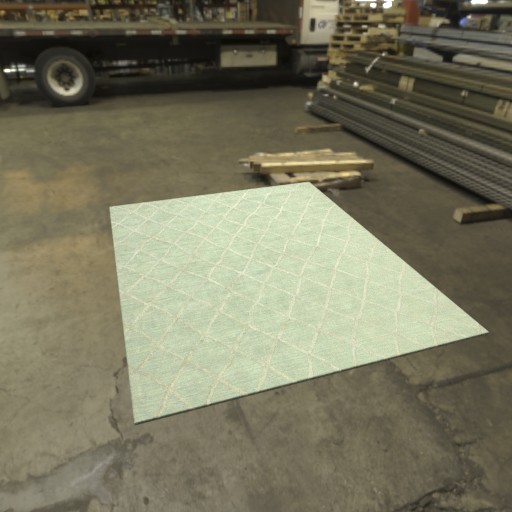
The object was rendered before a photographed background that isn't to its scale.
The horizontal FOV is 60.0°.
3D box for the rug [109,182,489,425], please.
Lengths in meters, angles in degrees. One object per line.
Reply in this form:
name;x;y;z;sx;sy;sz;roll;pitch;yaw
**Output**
rug;0.000;0.000;4.002;2.420;0.019;3.039;-10;32;-16
